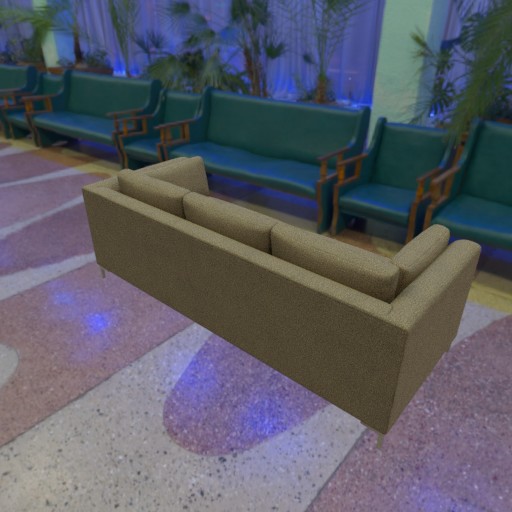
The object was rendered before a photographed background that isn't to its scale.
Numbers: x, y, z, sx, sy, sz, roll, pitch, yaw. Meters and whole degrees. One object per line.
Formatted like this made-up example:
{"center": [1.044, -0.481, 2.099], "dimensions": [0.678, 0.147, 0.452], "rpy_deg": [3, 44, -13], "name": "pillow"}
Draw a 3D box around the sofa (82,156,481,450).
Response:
{"center": [0.000, 0.000, 2.906], "dimensions": [2.415, 0.867, 0.969], "rpy_deg": [23, 37, 34], "name": "sofa"}
